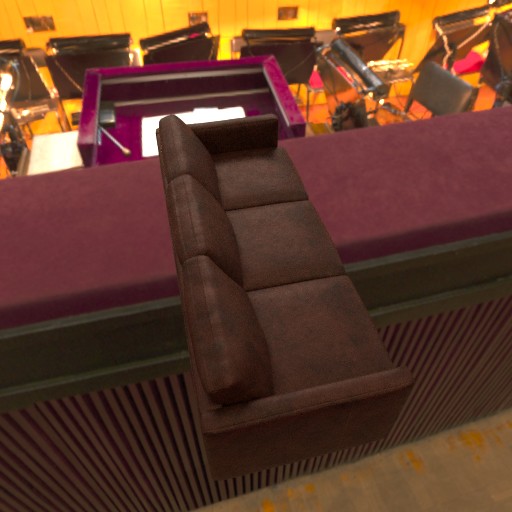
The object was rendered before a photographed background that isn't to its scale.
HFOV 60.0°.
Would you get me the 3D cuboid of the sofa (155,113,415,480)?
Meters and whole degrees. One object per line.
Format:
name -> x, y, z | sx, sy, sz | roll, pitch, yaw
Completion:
sofa -> 0.000, 0.000, 2.948 | 1.045, 1.006, 2.464 | -10, 48, -9
